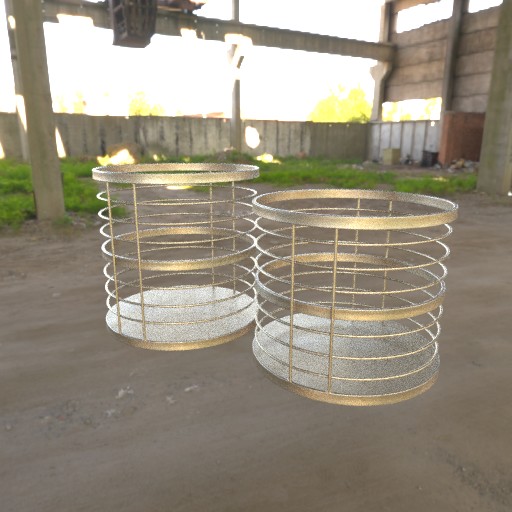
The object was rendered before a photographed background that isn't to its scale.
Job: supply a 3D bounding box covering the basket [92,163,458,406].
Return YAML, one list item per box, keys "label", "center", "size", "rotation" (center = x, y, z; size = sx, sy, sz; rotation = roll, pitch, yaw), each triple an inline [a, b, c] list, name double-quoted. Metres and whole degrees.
- label: "basket"
  center: [0.000, 0.000, 0.924]
  size: [0.746, 0.351, 0.356]
  rotation: [8, 17, 28]
